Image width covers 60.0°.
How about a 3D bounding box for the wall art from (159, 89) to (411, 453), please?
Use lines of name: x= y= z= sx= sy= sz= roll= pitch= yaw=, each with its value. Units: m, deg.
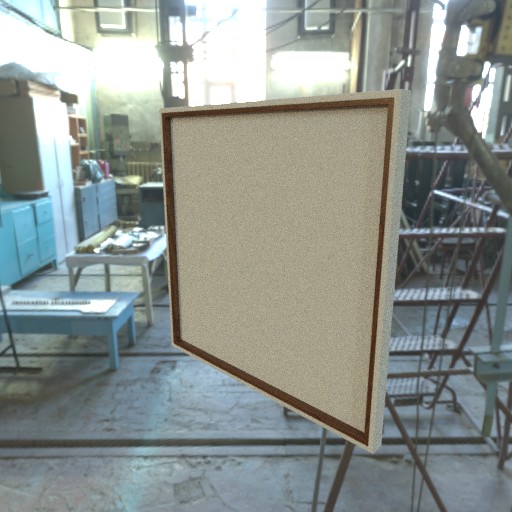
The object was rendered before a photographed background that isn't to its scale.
wall art: x=0.000 y=0.000 z=1.147 sx=0.757 sy=0.757 sz=0.037 roll=14 pitch=20 yaw=43
